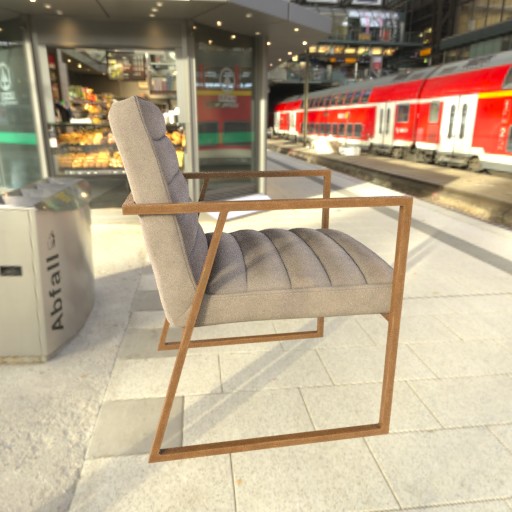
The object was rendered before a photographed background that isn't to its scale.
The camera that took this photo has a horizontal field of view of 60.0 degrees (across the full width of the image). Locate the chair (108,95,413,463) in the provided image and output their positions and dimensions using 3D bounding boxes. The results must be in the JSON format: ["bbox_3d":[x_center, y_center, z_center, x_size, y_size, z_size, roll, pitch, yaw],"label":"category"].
[{"bbox_3d":[0.000,0.000,1.270,0.682,0.843,0.578,-3,17,-9],"label":"chair"}]
